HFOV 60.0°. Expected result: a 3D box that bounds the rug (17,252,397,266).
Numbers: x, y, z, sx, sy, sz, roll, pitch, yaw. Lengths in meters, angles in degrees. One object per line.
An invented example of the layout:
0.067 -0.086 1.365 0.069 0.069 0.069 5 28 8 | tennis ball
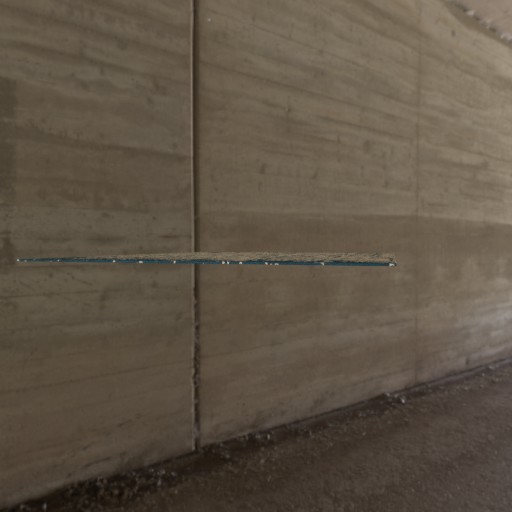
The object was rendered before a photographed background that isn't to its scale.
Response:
0.000 0.000 4.042 2.416 0.014 3.017 0 2 17 | rug
